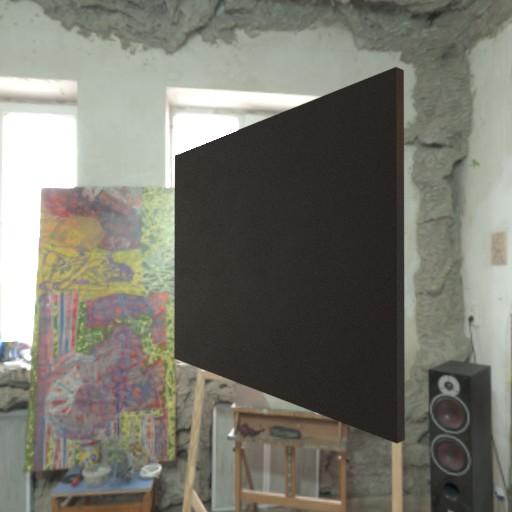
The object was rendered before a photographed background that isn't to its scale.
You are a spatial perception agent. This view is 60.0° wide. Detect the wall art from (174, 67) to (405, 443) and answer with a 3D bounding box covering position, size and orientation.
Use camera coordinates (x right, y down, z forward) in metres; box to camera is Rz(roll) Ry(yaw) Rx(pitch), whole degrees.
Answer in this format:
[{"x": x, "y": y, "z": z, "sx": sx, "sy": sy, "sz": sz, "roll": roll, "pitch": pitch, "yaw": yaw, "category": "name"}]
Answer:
[{"x": 0.000, "y": 0.000, "z": 1.607, "sx": 0.034, "sy": 0.952, "sz": 1.207, "roll": 0, "pitch": -1, "yaw": -38, "category": "wall art"}]
